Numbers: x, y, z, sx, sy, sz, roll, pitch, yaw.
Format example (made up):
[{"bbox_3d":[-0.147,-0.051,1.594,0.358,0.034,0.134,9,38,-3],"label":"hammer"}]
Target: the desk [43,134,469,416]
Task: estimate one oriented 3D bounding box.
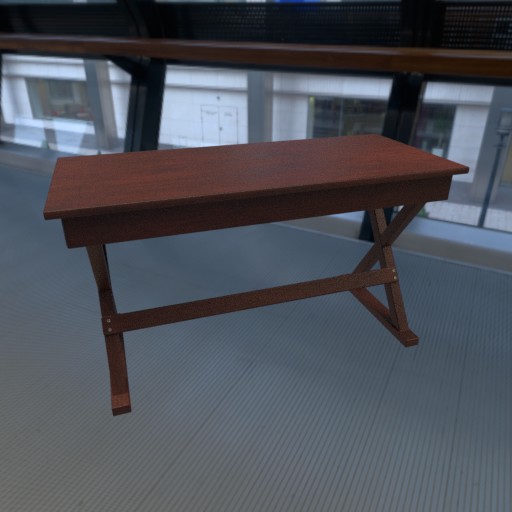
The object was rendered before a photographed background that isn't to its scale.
[{"bbox_3d":[0.000,0.000,1.775,1.372,0.761,0.600,-9,28,-16],"label":"desk"}]
